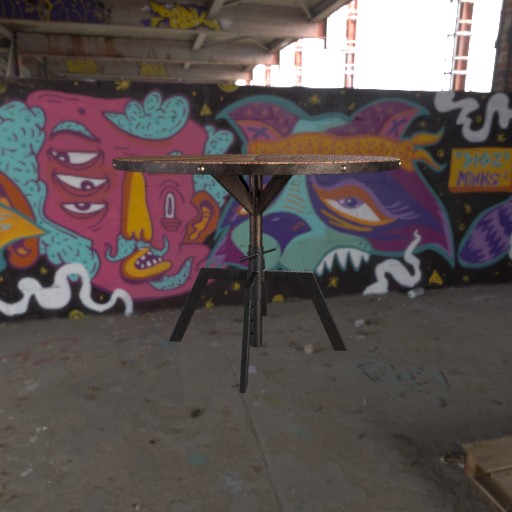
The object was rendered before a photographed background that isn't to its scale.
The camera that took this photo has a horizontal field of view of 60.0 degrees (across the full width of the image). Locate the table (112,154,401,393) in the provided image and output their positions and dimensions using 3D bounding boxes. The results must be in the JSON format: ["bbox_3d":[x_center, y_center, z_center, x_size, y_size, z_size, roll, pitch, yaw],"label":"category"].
[{"bbox_3d":[0.000,0.000,1.510,0.885,0.658,0.885,0,14,0],"label":"table"}]
